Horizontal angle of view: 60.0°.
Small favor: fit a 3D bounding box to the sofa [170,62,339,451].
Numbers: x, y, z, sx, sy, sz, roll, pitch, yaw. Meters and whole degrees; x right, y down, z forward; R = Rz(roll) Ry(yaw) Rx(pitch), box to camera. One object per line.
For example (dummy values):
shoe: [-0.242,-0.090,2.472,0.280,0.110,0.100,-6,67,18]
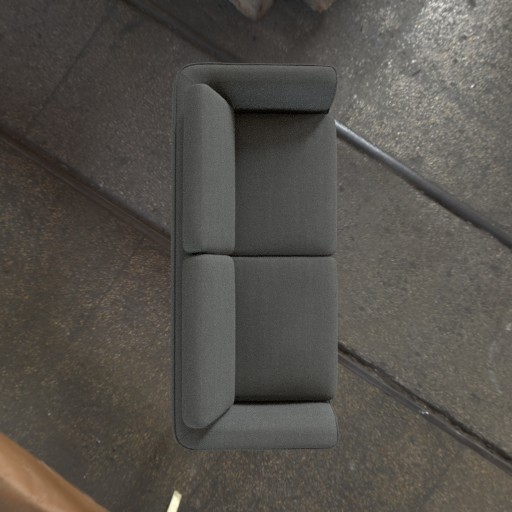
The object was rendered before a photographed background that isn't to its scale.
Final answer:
sofa: [0.000,0.000,2.464,0.920,0.850,2.000,0,89,-1]
